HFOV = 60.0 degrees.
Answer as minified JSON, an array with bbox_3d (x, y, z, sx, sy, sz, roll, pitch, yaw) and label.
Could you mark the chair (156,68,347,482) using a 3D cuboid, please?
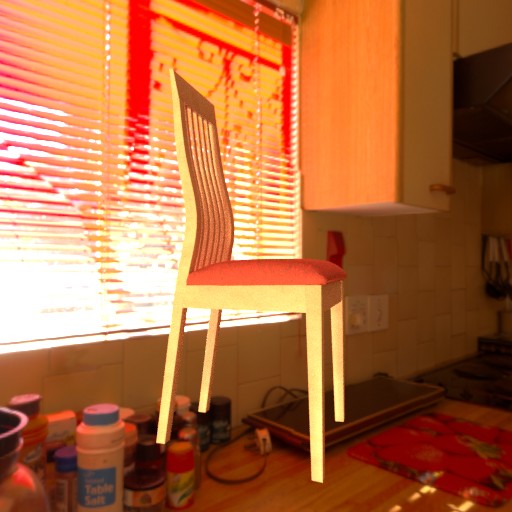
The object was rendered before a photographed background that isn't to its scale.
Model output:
[{"bbox_3d":[0.000,0.000,1.280,0.474,1.027,0.460,0,-1,18],"label":"chair"}]
